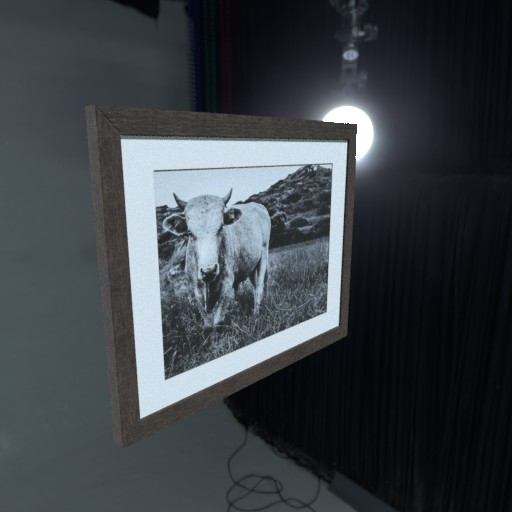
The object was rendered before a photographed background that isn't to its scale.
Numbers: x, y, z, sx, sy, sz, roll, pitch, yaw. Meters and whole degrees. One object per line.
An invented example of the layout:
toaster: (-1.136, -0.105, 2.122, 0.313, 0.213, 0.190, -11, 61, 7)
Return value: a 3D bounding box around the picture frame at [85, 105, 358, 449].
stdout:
picture frame: (0.000, 0.000, 0.757, 0.546, 0.455, 0.026, -13, 19, -43)
